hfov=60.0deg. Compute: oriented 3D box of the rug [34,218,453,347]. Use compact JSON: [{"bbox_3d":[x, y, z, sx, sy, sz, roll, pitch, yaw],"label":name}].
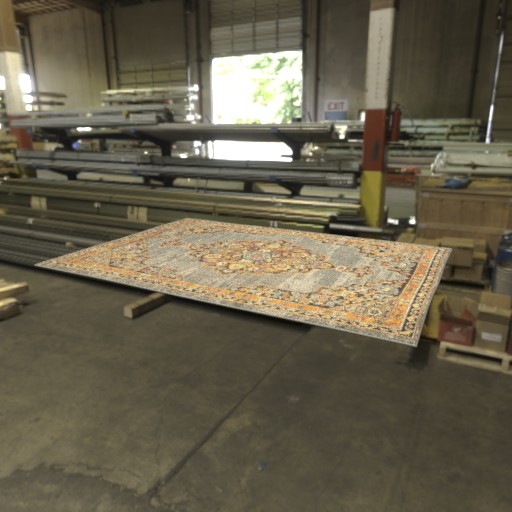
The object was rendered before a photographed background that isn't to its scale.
[{"bbox_3d":[0.000,0.000,3.938,3.063,0.024,2.158,9,19,26],"label":"rug"}]
